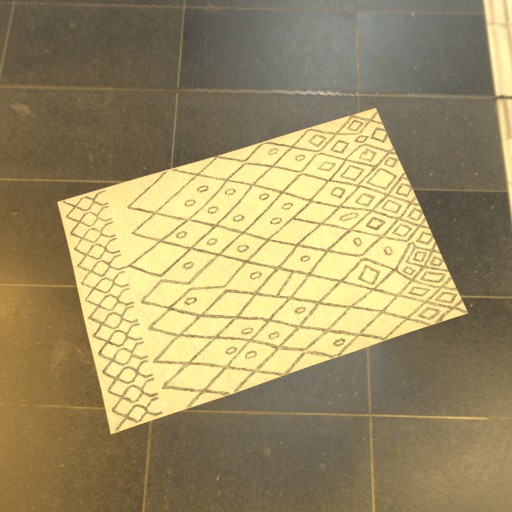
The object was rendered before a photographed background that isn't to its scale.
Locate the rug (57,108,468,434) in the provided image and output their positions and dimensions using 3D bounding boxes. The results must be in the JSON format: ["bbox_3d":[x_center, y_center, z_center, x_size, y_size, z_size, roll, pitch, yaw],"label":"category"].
[{"bbox_3d":[0.000,0.000,2.288,1.828,0.015,1.222,-18,76,-5],"label":"rug"}]
